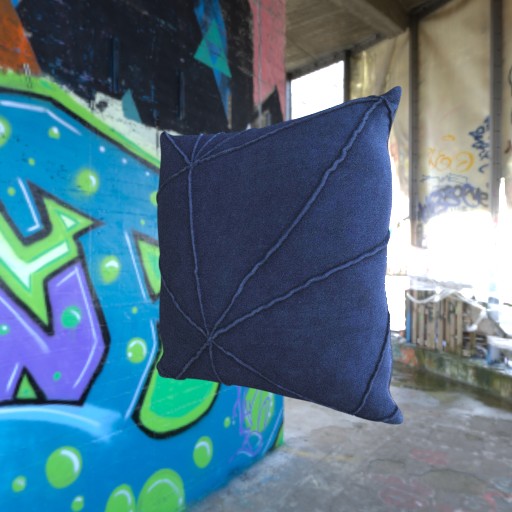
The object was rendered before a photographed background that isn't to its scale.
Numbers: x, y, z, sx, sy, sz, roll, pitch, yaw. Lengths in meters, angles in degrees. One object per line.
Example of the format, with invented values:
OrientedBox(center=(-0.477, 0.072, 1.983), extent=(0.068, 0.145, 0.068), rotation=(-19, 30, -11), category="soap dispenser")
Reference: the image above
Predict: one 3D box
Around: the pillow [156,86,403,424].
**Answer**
OrientedBox(center=(0.000, 0.000, 0.675), extent=(0.439, 0.440, 0.183), rotation=(0, 0, 35), category="pillow")
